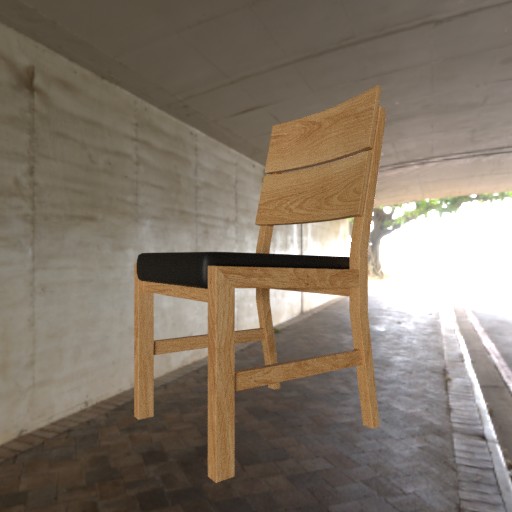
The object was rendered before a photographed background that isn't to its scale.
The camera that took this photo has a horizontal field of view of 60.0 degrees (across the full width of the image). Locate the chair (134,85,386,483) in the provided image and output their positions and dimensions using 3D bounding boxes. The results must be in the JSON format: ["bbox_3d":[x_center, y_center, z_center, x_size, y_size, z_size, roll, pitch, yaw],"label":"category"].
[{"bbox_3d":[0.000,0.000,1.280,0.569,0.950,0.475,0,0,-36],"label":"chair"}]
